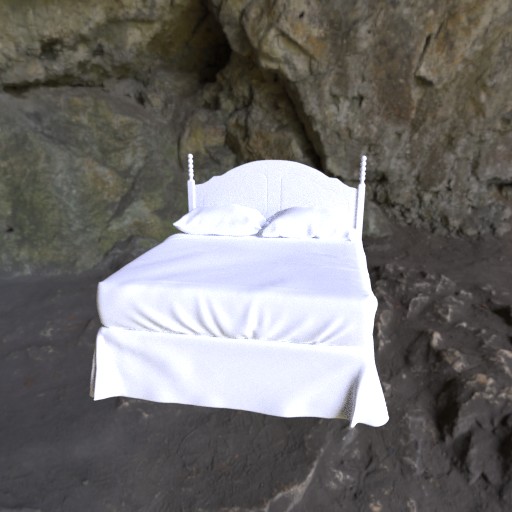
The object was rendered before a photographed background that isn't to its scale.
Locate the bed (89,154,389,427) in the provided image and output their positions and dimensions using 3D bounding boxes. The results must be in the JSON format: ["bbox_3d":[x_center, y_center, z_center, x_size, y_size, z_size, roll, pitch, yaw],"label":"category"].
[{"bbox_3d":[0.000,0.000,3.302,1.873,1.356,2.040,3,17,10],"label":"bed"}]
